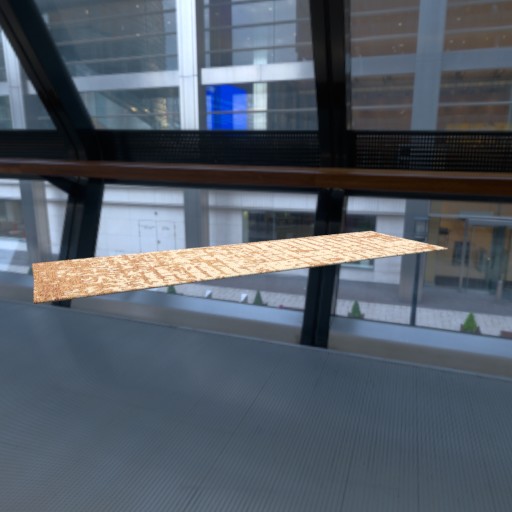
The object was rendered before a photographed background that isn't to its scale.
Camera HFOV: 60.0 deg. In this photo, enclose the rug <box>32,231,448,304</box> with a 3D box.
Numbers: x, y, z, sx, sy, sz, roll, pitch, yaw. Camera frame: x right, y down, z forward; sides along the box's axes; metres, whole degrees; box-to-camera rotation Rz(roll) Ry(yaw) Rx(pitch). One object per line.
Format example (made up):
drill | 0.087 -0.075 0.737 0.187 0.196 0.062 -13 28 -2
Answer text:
rug | 0.000 0.000 2.693 2.435 0.011 0.750 -6 14 -26
